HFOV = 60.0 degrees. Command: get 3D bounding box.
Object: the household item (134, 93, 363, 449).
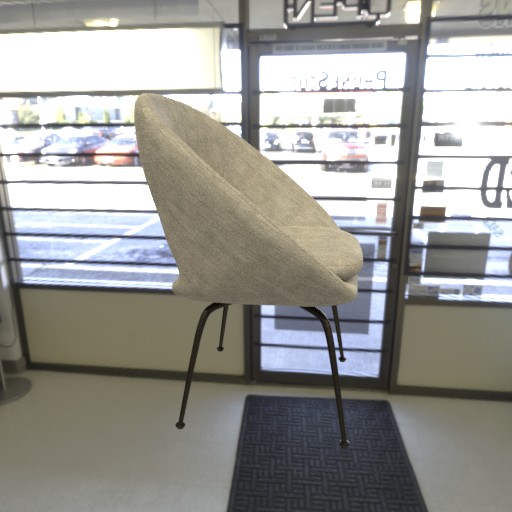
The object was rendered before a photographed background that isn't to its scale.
[{"bbox_3d":[0.000,0.000,1.259,0.587,0.869,0.643,3,16,10],"label":"household item"}]
